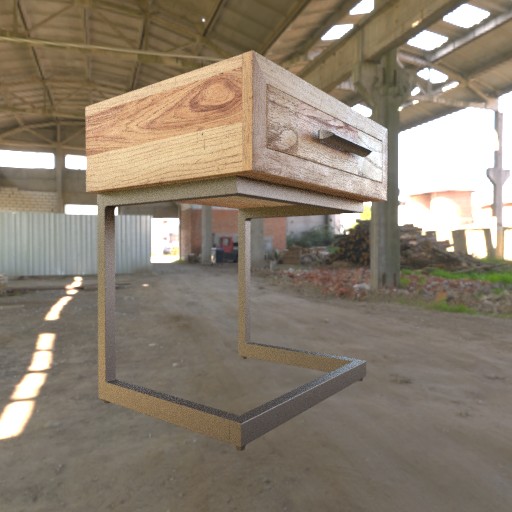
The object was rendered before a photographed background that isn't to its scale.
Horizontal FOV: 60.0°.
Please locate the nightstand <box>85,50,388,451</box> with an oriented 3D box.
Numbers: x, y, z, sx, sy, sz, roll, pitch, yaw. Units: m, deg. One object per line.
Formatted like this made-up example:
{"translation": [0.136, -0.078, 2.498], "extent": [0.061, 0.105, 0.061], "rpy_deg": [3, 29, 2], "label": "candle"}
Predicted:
{"translation": [0.000, 0.000, 1.015], "extent": [0.481, 0.632, 0.558], "rpy_deg": [1, 1, 37], "label": "nightstand"}
